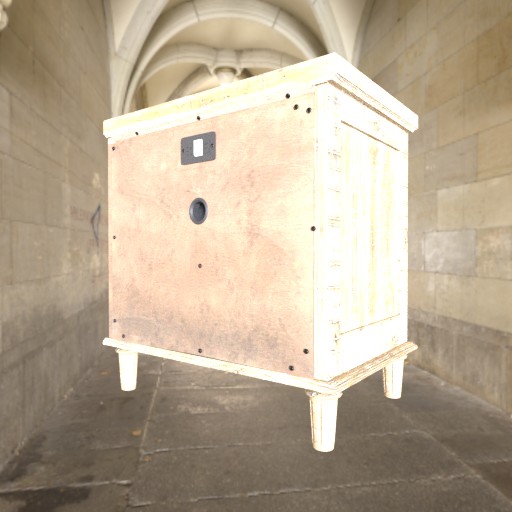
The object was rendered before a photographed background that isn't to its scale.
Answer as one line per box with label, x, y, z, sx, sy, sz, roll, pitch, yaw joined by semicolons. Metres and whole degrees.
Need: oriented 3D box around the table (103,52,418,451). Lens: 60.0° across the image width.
table;0.000;0.000;1.149;0.686;0.711;0.457;1;1;37
